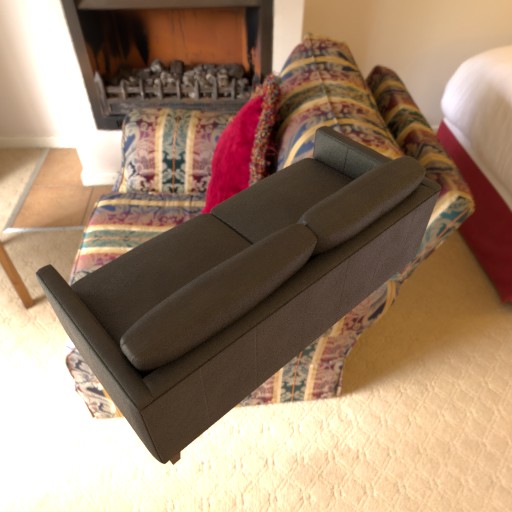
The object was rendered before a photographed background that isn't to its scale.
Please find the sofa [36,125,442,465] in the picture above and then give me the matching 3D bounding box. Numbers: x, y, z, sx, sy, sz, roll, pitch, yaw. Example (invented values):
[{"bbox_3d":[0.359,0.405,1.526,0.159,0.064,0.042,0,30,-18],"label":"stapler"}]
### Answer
[{"bbox_3d":[0.000,0.000,2.409,1.971,0.863,0.933,-33,54,-28],"label":"sofa"}]
